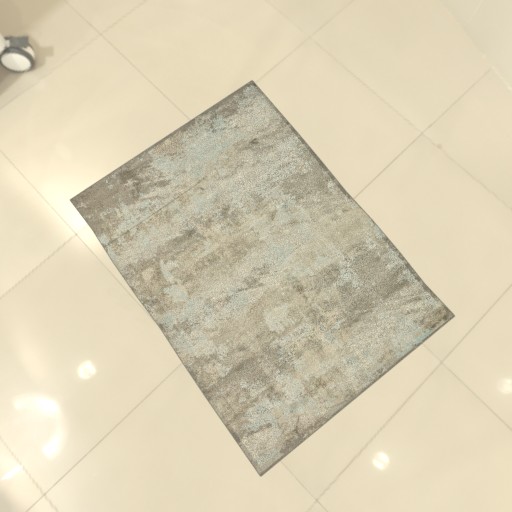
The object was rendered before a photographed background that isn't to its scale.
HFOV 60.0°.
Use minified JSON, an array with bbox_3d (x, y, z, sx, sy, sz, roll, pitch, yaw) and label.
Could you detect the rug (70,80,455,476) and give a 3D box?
[{"bbox_3d":[0.000,0.000,4.469,2.393,0.013,3.307,-36,78,-9],"label":"rug"}]
